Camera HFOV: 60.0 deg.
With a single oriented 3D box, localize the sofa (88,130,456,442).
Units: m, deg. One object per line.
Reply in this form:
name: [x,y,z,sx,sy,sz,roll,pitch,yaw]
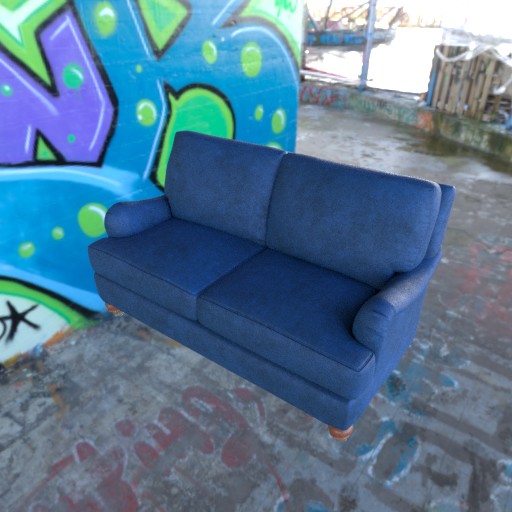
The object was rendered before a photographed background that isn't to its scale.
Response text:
sofa: [0.000,0.000,2.579,1.853,1.101,1.084,20,36,31]
